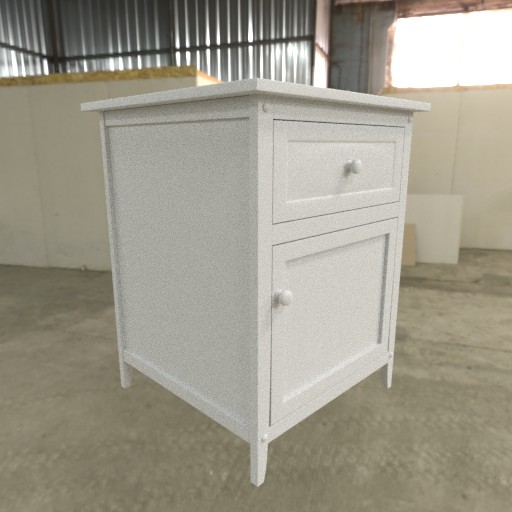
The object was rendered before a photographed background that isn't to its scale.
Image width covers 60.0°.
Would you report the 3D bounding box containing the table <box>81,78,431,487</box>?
[{"bbox_3d":[0.000,0.000,0.738,0.381,0.483,0.381,14,19,43],"label":"table"}]
